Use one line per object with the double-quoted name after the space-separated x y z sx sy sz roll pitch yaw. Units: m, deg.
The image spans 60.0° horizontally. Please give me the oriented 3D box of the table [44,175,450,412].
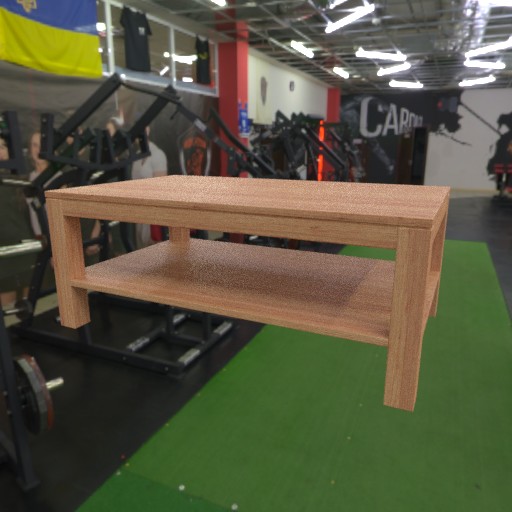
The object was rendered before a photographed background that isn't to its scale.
0.000 0.000 1.517 1.146 0.457 0.695 7 17 25 "table"
